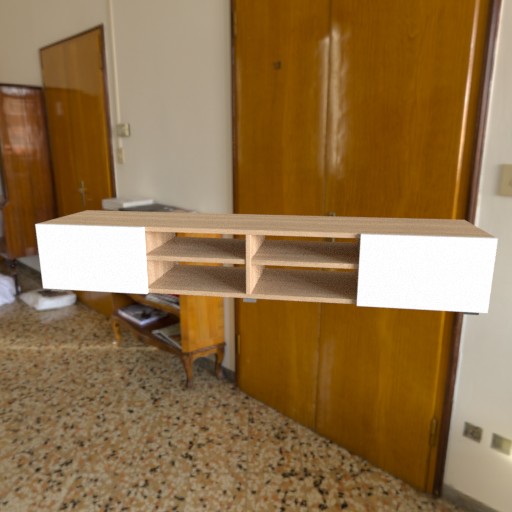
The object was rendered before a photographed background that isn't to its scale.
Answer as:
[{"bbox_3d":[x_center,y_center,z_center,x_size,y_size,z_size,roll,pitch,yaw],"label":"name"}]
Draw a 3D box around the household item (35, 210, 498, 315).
[{"bbox_3d":[0.000,0.000,1.995,1.850,0.310,0.420,2,14,9],"label":"household item"}]
